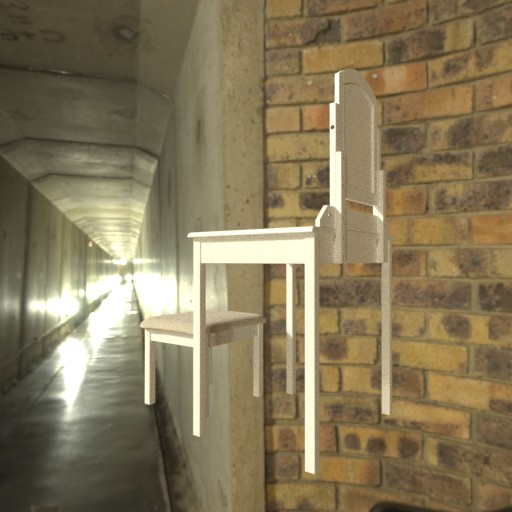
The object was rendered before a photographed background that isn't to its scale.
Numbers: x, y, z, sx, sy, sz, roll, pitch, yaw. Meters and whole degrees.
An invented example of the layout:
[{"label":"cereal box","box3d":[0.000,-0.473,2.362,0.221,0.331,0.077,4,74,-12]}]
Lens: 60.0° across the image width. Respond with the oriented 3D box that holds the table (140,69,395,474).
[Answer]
[{"label":"table","box3d":[0.000,0.000,2.321,1.211,1.631,0.876,0,-1,37]}]
